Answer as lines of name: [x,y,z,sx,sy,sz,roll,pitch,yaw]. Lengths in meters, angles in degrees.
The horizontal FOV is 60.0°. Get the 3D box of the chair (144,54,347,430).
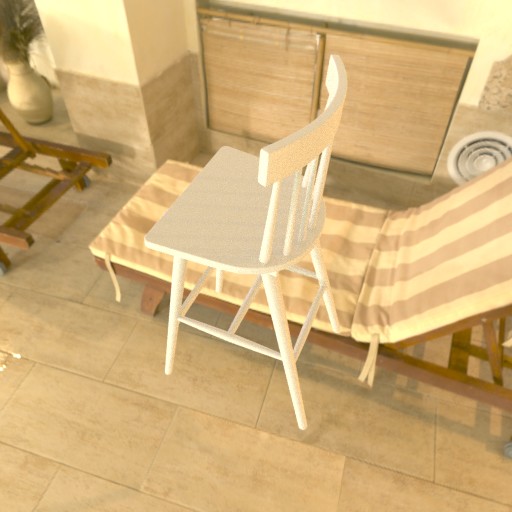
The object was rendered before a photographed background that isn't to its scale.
chair: [0.000,0.000,1.377,0.572,1.092,0.483,17,49,16]
